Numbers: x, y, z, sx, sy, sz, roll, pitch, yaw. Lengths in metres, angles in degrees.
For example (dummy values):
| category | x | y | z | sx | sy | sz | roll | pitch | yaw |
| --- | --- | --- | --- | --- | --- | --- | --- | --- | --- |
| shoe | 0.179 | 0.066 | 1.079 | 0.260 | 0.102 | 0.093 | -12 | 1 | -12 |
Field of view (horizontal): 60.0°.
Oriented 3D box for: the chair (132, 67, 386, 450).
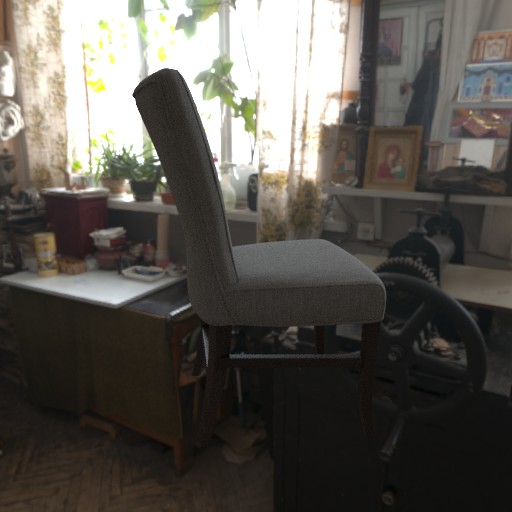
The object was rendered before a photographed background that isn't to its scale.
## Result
| category | x | y | z | sx | sy | sz | roll | pitch | yaw |
| --- | --- | --- | --- | --- | --- | --- | --- | --- | --- |
| chair | 0.000 | 0.000 | 1.342 | 0.660 | 0.991 | 0.520 | -3 | 15 | -9 |
